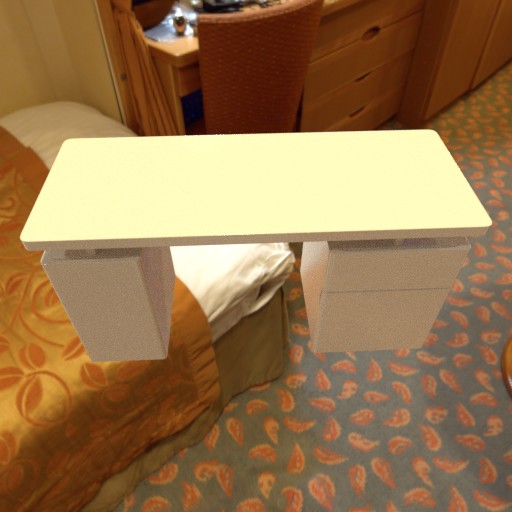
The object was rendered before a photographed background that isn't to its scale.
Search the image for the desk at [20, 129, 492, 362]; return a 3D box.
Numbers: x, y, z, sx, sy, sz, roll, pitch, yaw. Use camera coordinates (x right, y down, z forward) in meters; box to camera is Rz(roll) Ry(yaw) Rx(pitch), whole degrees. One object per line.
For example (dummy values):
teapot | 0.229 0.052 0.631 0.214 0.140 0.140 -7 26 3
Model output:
desk | 0.000 0.000 1.761 1.400 0.762 0.550 -2 46 -2
